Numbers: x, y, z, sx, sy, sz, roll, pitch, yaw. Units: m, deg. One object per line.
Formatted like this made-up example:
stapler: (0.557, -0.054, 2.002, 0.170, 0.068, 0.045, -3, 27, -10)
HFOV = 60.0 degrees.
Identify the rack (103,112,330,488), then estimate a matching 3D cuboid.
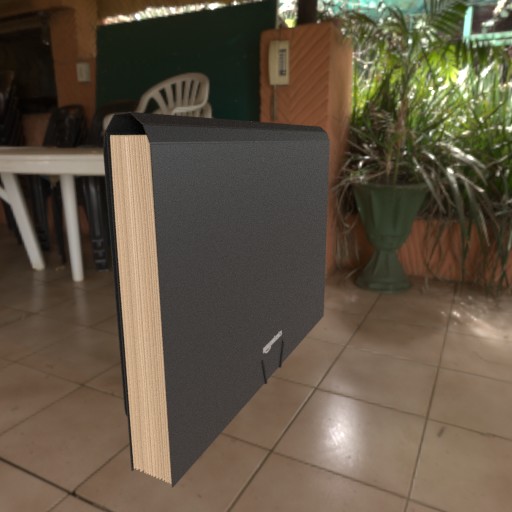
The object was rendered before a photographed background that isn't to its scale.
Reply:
rack: (0.000, 0.000, 0.417, 0.041, 0.241, 0.330, 7, 16, 25)
